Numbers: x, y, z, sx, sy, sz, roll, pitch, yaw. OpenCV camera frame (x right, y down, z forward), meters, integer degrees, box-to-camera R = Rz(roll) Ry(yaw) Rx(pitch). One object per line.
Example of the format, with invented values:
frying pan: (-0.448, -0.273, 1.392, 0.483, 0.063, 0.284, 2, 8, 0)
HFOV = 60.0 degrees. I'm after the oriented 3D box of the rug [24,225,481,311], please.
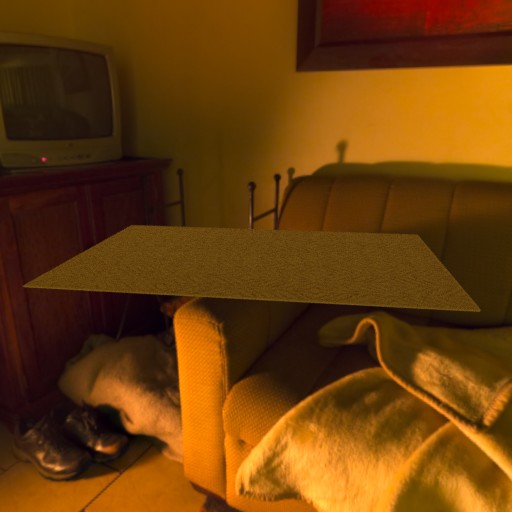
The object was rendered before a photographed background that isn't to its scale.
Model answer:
rug: (0.000, 0.000, 3.043, 2.438, 0.008, 1.523, 2, 17, 8)
